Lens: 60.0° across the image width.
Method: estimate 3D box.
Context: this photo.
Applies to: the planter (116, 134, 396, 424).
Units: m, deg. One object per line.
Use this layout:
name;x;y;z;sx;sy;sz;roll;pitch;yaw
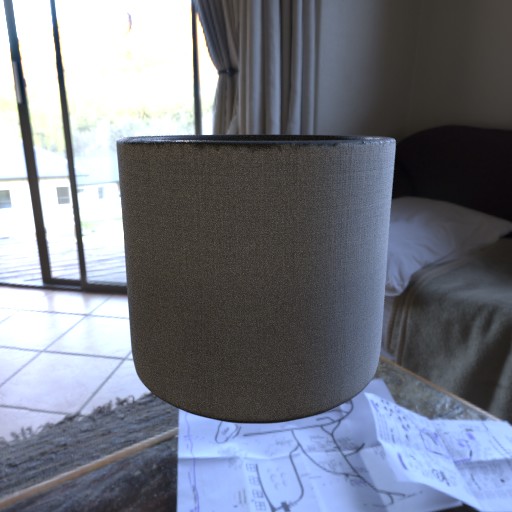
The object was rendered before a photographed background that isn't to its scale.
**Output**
planter;0.000;0.000;0.386;0.221;0.201;0.221;0;16;0
